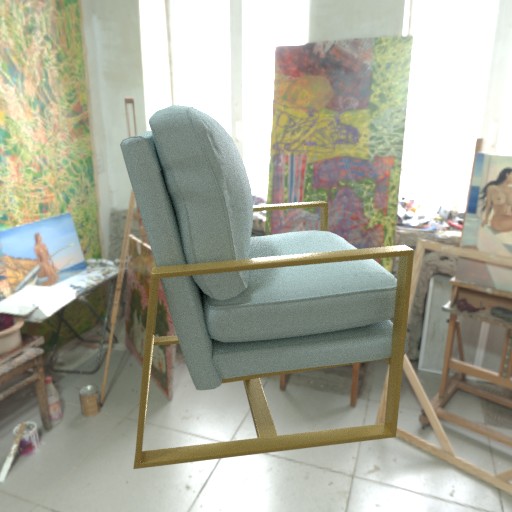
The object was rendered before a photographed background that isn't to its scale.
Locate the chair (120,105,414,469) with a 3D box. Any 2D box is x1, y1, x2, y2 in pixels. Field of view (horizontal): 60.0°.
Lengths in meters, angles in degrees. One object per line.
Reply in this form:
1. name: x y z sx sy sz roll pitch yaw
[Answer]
1. chair: 0.000 0.000 1.497 0.813 0.956 0.758 -3 17 -9
